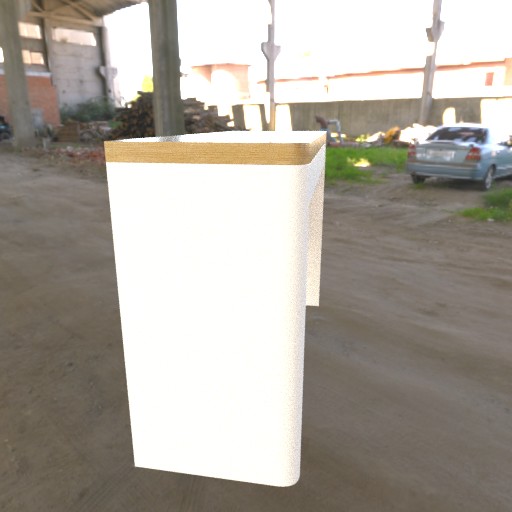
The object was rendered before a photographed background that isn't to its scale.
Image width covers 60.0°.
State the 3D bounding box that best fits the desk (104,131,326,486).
[{"bbox_3d":[0.000,0.000,1.438,0.390,0.760,1.100,3,17,10],"label":"desk"}]
